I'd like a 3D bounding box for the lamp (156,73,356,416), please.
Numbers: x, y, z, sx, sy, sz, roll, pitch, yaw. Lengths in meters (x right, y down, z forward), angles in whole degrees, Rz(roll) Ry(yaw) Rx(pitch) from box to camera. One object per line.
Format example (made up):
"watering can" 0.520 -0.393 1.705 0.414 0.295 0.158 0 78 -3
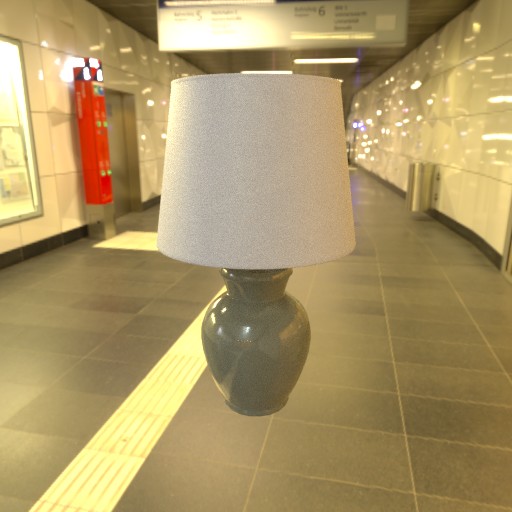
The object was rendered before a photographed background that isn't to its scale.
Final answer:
"lamp" 0.000 0.000 0.550 0.239 0.399 0.239 0 15 0
